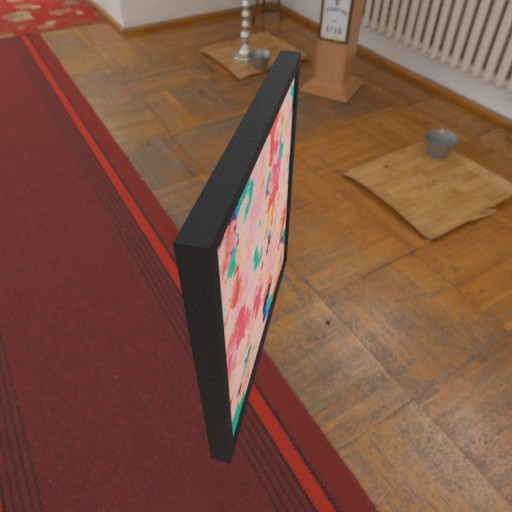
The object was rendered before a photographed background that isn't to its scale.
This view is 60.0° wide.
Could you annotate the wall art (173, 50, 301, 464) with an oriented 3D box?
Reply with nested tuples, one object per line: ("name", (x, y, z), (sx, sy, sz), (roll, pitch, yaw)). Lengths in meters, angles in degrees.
("wall art", (0.000, 0.000, 0.760), (0.036, 0.503, 0.506), (10, 45, 10))
